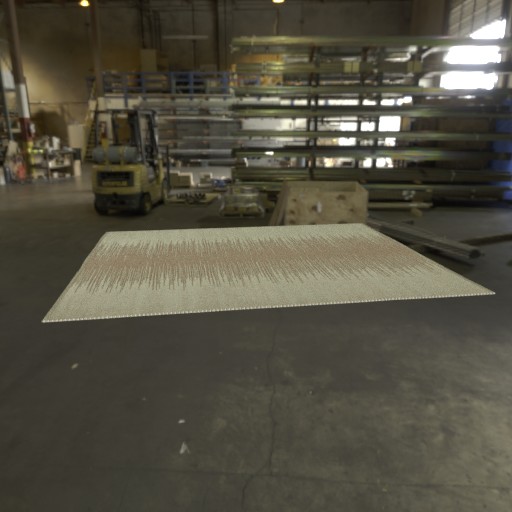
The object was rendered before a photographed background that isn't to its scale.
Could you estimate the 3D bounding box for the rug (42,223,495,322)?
[{"bbox_3d":[0.000,0.000,4.061,3.048,0.013,2.438,-3,16,-9],"label":"rug"}]
